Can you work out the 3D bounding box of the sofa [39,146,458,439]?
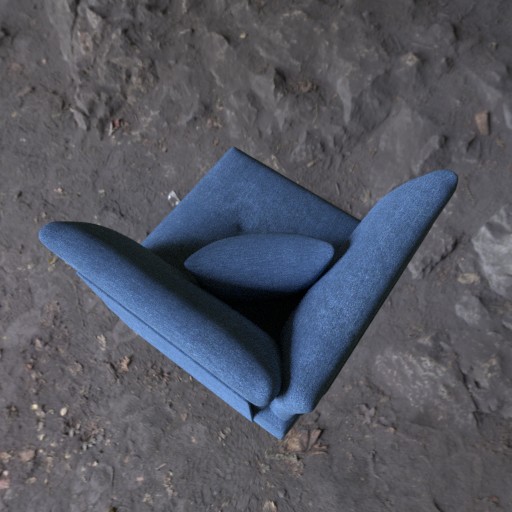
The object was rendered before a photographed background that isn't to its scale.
[{"bbox_3d":[0.000,0.000,1.772,1.000,0.820,1.000,33,69,15],"label":"sofa"}]
